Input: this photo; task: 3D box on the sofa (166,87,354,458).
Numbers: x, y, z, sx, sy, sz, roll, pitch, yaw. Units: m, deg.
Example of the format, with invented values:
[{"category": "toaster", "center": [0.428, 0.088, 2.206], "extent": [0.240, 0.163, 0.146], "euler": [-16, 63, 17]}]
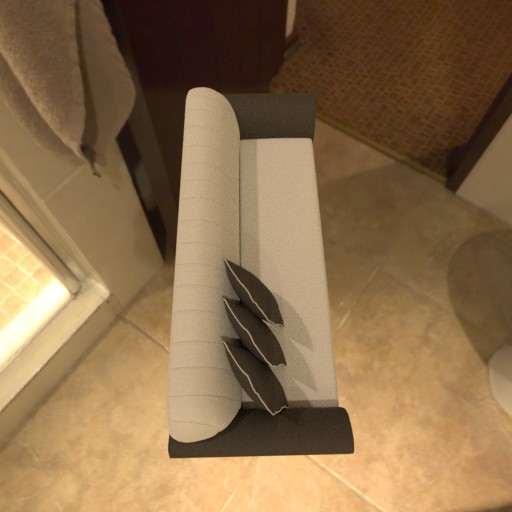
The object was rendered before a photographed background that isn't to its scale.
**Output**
[{"category": "sofa", "center": [0.000, 0.000, 2.410], "extent": [0.755, 0.787, 2.001], "euler": [-1, 63, -1]}]
